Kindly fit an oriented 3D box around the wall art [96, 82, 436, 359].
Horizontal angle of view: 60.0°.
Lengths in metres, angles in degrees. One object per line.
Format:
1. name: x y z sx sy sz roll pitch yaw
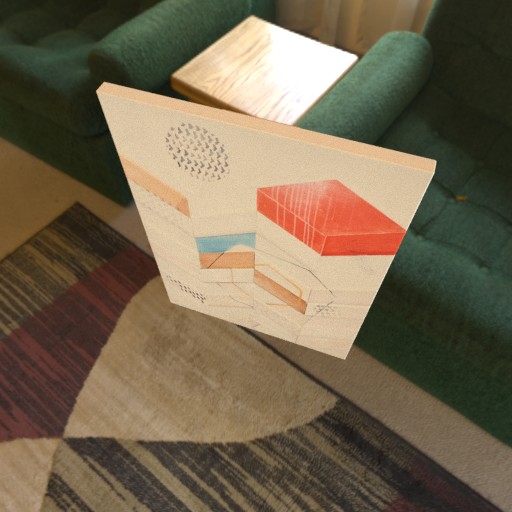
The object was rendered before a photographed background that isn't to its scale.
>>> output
1. wall art: 0.000 0.000 1.122 0.613 0.848 0.036 17 58 10
